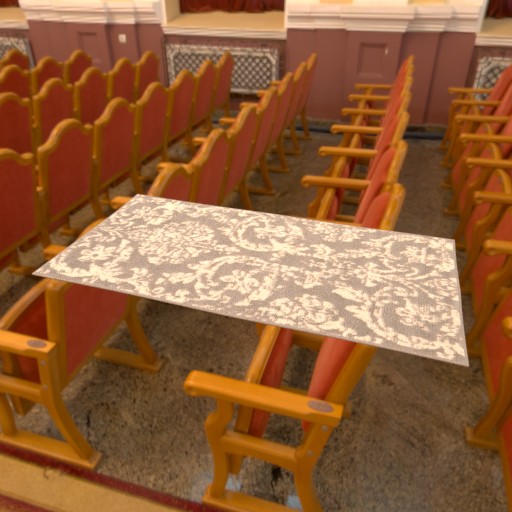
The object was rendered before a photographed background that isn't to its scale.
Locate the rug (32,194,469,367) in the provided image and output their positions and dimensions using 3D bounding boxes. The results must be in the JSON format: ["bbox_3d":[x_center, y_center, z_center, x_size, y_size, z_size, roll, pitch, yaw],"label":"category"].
[{"bbox_3d":[0.000,0.000,1.414,1.219,0.007,0.604,10,34,15],"label":"rug"}]
